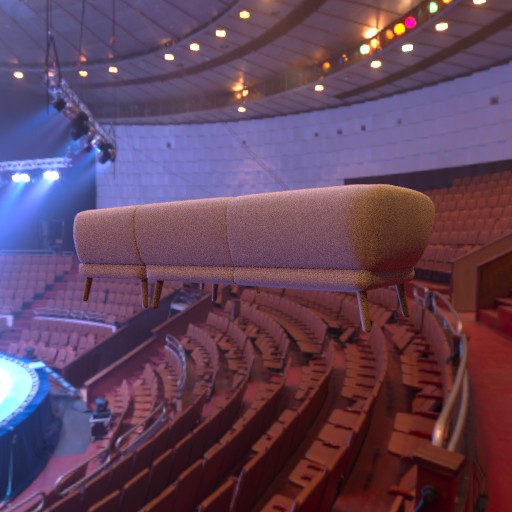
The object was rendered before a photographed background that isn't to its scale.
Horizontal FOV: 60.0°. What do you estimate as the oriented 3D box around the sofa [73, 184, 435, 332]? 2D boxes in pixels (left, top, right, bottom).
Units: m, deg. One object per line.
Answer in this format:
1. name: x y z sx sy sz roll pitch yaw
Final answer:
1. sofa: 0.000 0.000 3.397 2.660 0.730 1.610 0 0 36
